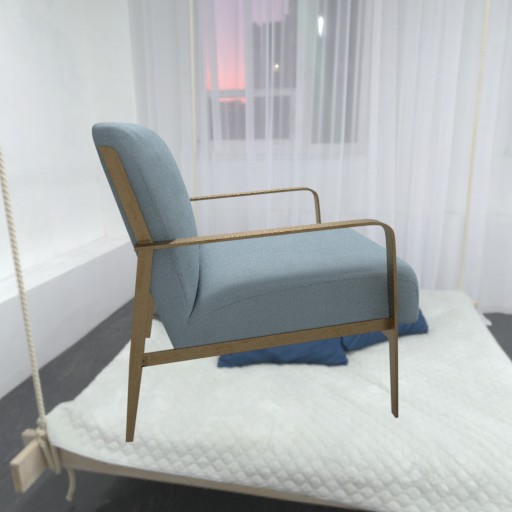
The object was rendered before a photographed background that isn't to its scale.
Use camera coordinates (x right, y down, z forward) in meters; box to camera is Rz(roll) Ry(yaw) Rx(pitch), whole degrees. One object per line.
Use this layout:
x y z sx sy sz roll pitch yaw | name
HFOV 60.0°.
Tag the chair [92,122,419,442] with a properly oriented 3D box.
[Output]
0.000 0.000 1.432 0.842 0.824 0.701 -2 16 -9 | chair
